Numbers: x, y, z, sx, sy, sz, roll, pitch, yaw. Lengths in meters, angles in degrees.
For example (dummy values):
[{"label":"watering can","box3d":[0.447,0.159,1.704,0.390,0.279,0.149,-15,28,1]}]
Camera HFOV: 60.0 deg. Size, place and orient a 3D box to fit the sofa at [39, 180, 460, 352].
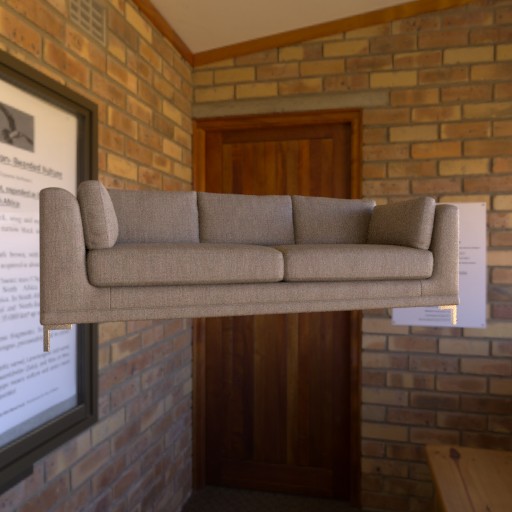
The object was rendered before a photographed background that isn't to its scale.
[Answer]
[{"label":"sofa","box3d":[0.000,0.000,2.852,2.415,0.867,0.969,0,1,-19]}]
